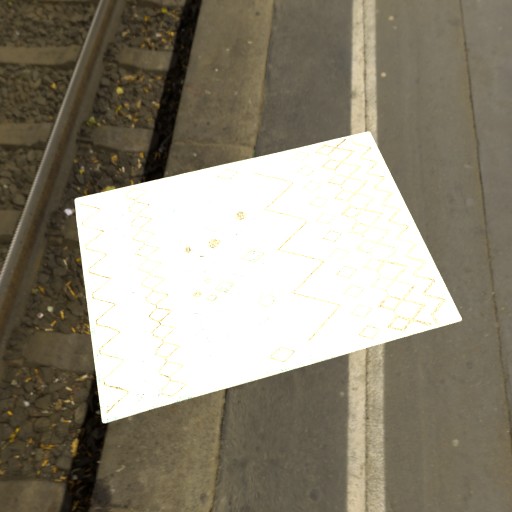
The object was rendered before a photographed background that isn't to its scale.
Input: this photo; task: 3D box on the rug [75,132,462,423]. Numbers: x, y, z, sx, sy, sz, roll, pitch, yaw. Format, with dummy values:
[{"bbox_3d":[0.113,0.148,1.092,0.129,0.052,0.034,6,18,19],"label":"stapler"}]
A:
[{"bbox_3d":[0.000,0.000,2.399,1.820,0.009,1.260,-14,66,-7],"label":"rug"}]
